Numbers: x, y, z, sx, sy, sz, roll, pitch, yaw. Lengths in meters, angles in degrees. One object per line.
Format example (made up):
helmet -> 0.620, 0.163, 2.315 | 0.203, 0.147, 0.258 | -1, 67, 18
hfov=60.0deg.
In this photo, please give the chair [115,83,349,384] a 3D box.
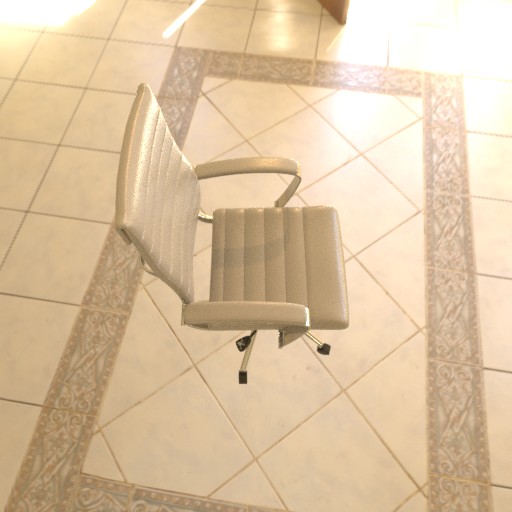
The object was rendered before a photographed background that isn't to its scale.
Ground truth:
chair -> 0.000, 0.000, 1.573 | 0.667, 1.149, 0.679 | 0, 63, 0
